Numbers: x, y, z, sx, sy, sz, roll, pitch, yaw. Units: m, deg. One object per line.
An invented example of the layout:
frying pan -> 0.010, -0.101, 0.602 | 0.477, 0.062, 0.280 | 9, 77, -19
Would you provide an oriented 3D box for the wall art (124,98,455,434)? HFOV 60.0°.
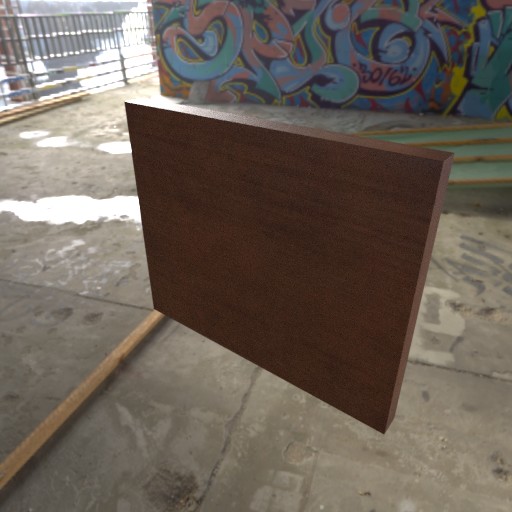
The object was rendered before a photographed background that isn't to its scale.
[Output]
wall art -> 0.000, 0.000, 0.552 | 0.401, 0.328, 0.030 | 21, 36, 32
